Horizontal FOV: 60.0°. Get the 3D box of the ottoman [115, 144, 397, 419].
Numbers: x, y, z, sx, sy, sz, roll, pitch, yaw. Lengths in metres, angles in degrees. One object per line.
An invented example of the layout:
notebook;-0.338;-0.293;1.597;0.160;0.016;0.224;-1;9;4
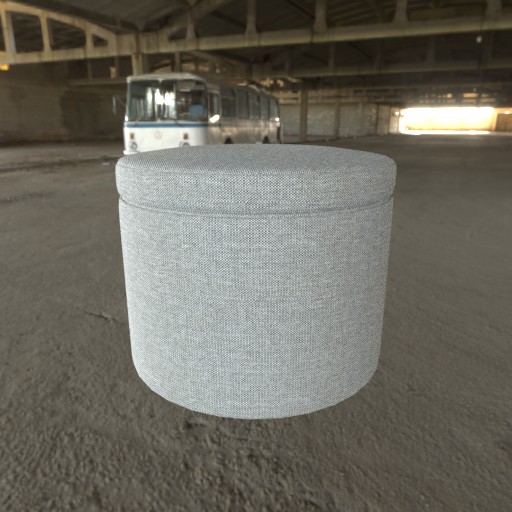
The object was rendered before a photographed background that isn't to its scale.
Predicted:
ottoman;0.000;0.000;0.873;0.500;0.419;0.500;0;17;0
